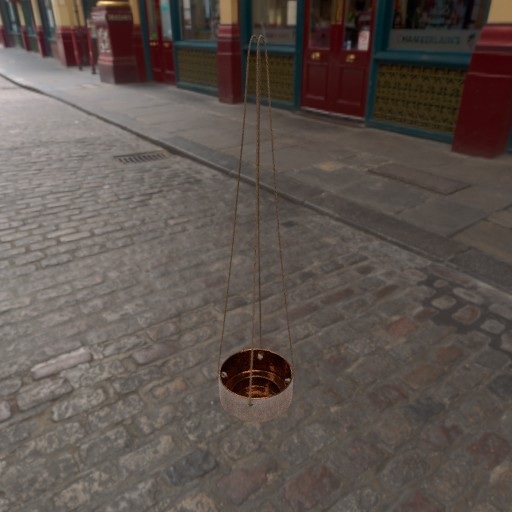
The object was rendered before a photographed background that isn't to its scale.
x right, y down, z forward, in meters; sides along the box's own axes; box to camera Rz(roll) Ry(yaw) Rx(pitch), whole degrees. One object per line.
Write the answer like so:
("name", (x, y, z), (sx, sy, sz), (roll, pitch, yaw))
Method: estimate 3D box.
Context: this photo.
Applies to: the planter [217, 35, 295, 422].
("planter", (0.000, 0.000, 1.154), (0.223, 1.030, 0.223), (-19, 32, -33))
